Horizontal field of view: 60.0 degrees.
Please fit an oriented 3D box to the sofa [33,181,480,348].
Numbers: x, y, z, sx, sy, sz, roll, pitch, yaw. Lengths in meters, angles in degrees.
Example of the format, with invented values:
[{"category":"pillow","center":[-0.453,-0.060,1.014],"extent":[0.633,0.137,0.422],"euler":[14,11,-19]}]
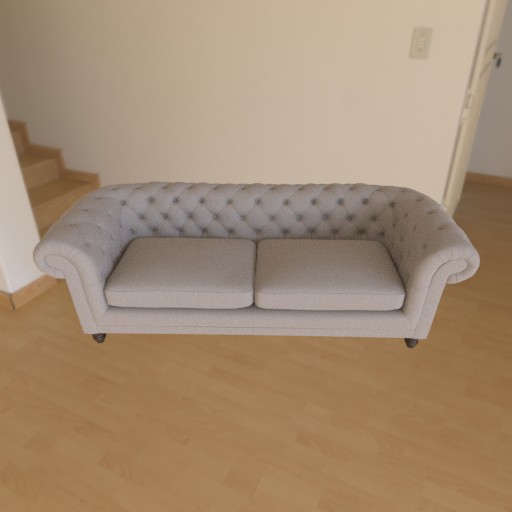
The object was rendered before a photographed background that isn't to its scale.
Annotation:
[{"category":"sofa","center":[0.000,0.000,2.876],"extent":[2.411,0.749,0.991],"euler":[1,30,1]}]
